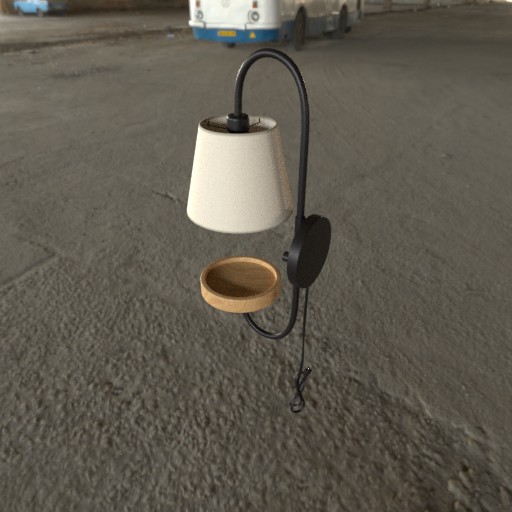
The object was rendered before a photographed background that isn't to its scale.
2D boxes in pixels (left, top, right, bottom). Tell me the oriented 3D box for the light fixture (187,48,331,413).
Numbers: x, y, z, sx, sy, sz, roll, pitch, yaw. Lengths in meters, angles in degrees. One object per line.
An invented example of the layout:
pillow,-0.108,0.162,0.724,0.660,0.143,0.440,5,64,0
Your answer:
light fixture,0.000,0.000,0.958,0.299,0.821,0.220,19,36,28
